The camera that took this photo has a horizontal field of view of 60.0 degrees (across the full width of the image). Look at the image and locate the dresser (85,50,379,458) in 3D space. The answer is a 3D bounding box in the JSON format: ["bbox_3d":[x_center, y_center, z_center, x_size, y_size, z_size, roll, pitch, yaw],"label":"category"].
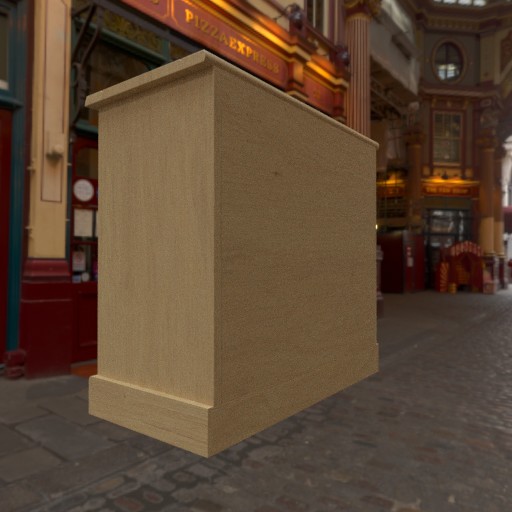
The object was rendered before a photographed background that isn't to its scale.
[{"bbox_3d":[0.000,0.000,1.397,0.440,0.835,0.915,0,-1,38],"label":"dresser"}]
